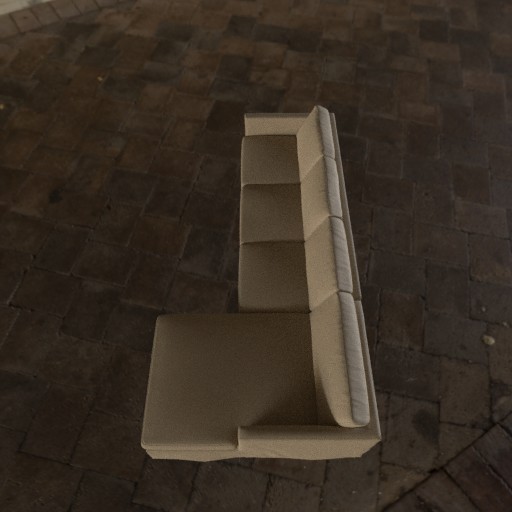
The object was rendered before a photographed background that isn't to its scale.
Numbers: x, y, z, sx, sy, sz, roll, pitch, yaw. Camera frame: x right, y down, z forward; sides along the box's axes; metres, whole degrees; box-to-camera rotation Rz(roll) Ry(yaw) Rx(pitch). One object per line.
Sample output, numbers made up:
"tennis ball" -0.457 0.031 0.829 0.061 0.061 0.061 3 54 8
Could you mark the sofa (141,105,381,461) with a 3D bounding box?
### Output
"sofa" 0.000 0.000 3.900 1.622 0.871 3.206 0 57 0
